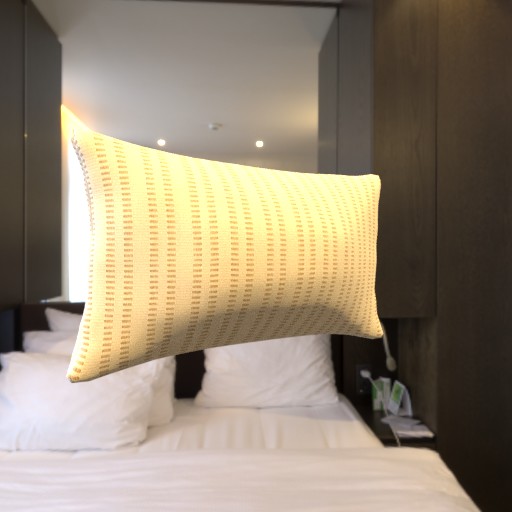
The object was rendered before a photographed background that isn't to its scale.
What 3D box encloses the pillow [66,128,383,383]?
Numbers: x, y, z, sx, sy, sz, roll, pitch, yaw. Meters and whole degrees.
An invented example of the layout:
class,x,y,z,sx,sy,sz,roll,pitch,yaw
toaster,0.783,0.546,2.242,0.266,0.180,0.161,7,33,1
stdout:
class,x,y,z,sx,sy,sz,roll,pitch,yaw
pillow,0.000,0.000,0.791,0.640,0.353,0.210,0,0,-34
